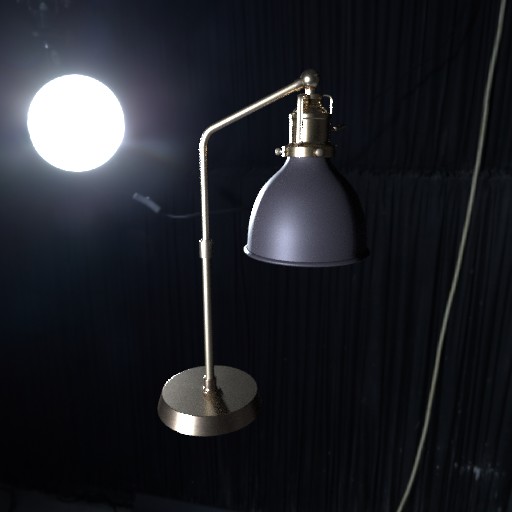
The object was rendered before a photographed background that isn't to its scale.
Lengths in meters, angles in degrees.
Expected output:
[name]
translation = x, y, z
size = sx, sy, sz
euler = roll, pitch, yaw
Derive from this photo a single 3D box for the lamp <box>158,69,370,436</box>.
[lamp]
translation = 0.000, 0.000, 0.585
size = 0.291, 0.456, 0.160
euler = 3, 15, 12
